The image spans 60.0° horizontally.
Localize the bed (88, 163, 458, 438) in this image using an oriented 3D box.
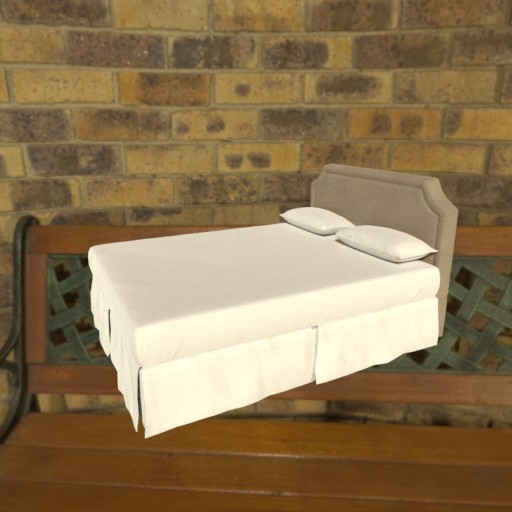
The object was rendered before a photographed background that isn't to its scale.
[{"bbox_3d":[0.000,0.000,3.648,2.498,1.293,1.977,-8,19,-26],"label":"bed"}]
